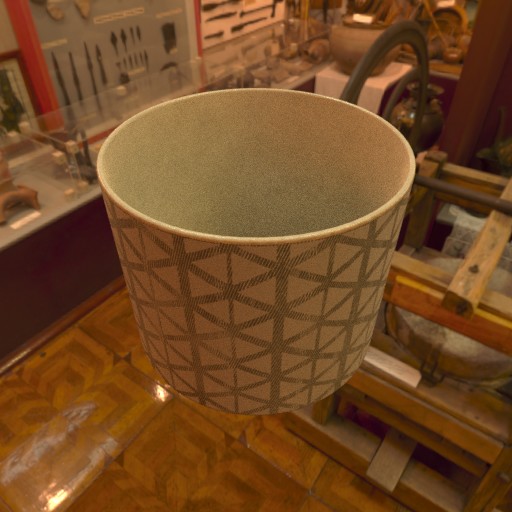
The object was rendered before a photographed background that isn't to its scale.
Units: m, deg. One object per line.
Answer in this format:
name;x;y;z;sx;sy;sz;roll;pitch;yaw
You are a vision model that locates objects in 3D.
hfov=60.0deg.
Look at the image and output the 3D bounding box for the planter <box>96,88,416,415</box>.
planter;0.000;0.000;0.331;0.190;0.181;0.190;0;41;0
